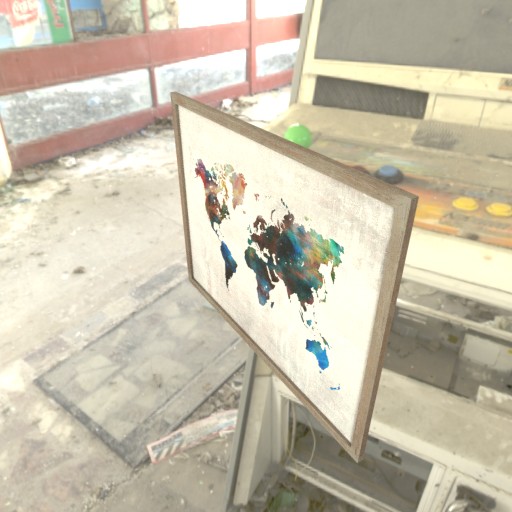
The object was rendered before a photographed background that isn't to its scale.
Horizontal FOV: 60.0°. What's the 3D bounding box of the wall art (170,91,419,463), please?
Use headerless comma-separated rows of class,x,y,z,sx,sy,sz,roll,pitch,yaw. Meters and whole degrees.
wall art,0.000,0.000,1.341,0.019,0.774,1.012,-20,37,-28
